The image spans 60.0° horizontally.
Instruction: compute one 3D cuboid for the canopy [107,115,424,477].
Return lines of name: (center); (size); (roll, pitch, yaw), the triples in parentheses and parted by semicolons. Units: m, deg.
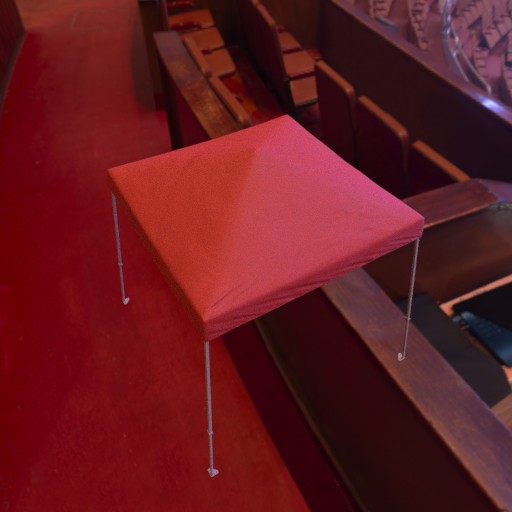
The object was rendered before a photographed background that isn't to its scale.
canopy: (0.000, 0.000, 6.498); (3.600, 3.600, 3.599); (-23, 50, -21)
